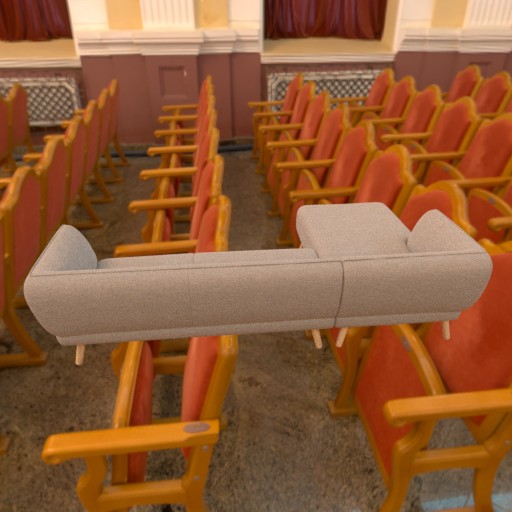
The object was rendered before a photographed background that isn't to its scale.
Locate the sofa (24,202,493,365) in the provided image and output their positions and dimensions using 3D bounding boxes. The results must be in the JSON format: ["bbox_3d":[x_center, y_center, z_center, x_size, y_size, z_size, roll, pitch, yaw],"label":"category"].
[{"bbox_3d":[0.000,0.000,3.245,2.653,0.693,1.532,-3,30,-5],"label":"sofa"}]
